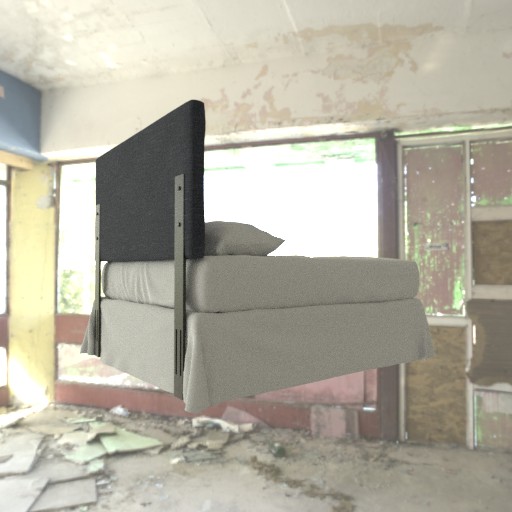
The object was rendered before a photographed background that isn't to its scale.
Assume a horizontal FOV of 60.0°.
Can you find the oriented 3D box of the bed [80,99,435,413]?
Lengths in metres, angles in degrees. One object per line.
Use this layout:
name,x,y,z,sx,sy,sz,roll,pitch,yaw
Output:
bed,0.000,0.000,3.533,2.222,1.577,1.936,1,-2,-37
